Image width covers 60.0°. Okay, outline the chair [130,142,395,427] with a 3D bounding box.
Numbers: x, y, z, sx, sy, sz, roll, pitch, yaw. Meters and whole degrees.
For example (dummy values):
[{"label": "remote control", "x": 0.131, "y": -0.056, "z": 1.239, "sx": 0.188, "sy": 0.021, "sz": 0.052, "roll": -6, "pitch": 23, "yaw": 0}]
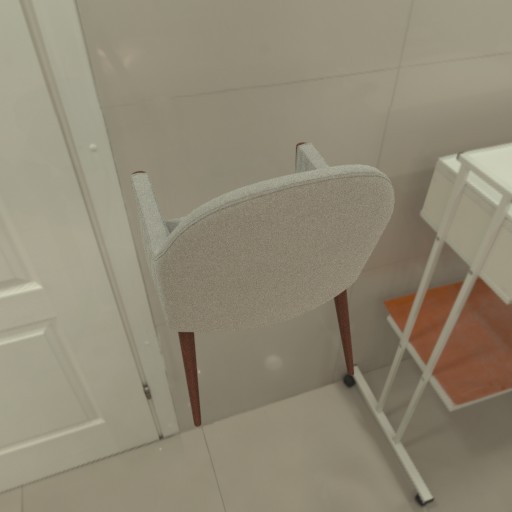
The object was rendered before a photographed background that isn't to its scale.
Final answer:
[{"label": "chair", "x": 0.000, "y": 0.000, "z": 1.301, "sx": 0.610, "sy": 0.889, "sz": 0.620, "roll": -13, "pitch": 44, "yaw": -15}]
